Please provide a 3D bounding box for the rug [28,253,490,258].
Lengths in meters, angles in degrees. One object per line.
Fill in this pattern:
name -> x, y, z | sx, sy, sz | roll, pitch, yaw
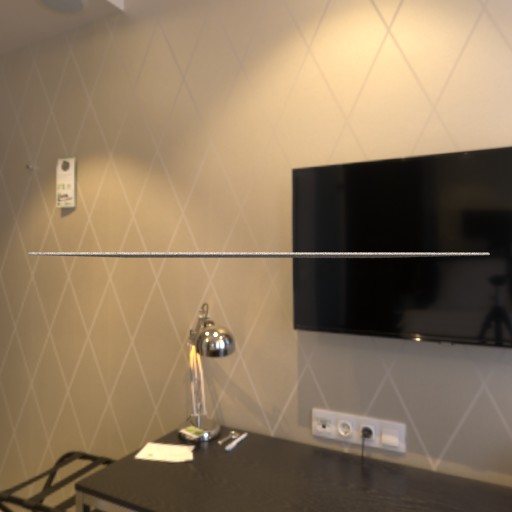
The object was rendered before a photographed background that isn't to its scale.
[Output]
rug -> 0.000, 0.000, 4.125 | 3.061, 0.014, 2.447 | 0, -1, -2
